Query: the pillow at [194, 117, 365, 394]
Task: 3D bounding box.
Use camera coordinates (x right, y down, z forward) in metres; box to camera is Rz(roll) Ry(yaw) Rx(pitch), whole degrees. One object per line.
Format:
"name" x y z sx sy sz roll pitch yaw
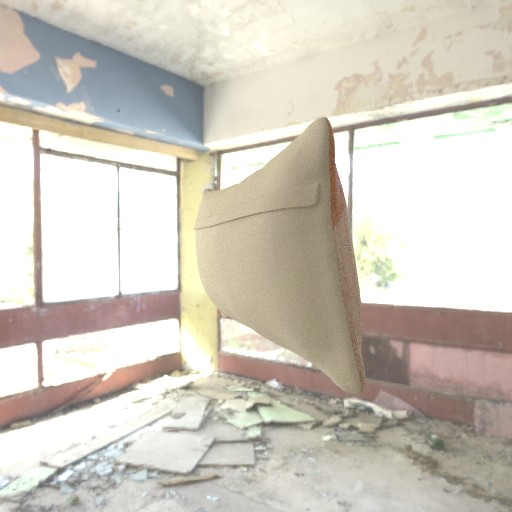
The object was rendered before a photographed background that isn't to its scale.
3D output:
"pillow" 0.000 0.000 0.724 0.155 0.292 0.609 0 1 -18
